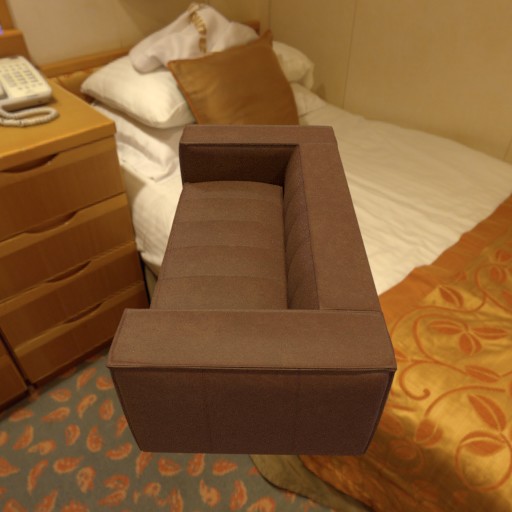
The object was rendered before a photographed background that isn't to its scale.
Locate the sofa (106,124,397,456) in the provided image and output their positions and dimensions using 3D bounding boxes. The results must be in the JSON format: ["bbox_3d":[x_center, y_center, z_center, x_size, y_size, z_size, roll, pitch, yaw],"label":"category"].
[{"bbox_3d":[0.000,0.000,2.550,1.102,0.703,2.088,1,40,1],"label":"sofa"}]
